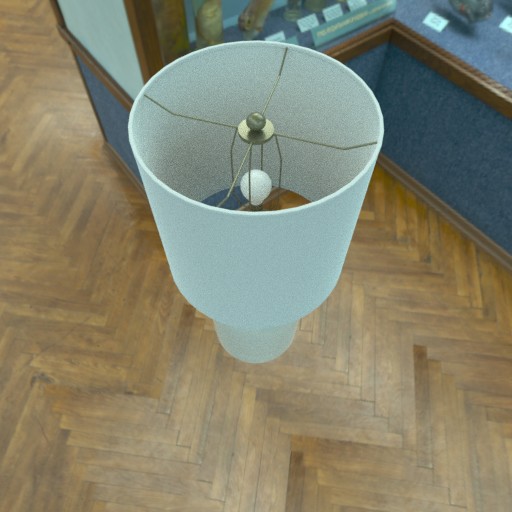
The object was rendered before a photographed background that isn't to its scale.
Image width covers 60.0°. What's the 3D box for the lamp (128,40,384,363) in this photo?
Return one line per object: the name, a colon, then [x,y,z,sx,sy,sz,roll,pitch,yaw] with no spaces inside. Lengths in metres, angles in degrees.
lamp: [0.000,0.000,0.494,0.188,0.392,0.188,-30,63,-18]
